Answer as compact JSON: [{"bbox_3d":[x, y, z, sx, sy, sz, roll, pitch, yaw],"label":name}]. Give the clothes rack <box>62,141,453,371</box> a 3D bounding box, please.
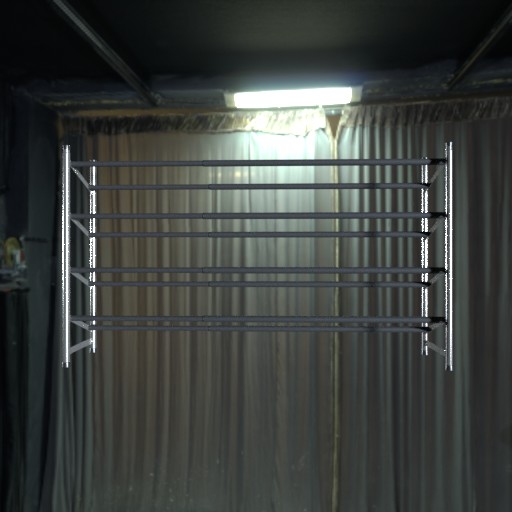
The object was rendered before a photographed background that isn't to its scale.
[{"bbox_3d":[0.000,0.000,1.428,1.168,0.672,0.229,0,0,2],"label":"clothes rack"}]
